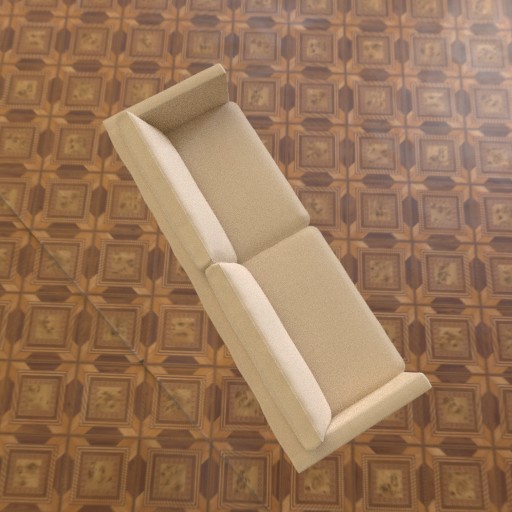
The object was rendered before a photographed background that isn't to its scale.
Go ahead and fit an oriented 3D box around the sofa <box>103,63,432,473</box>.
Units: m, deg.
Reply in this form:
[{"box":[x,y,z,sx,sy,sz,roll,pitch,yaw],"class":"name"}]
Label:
[{"box":[0.000,0.000,3.332,1.036,0.999,2.779,-30,78,-7],"class":"sofa"}]
